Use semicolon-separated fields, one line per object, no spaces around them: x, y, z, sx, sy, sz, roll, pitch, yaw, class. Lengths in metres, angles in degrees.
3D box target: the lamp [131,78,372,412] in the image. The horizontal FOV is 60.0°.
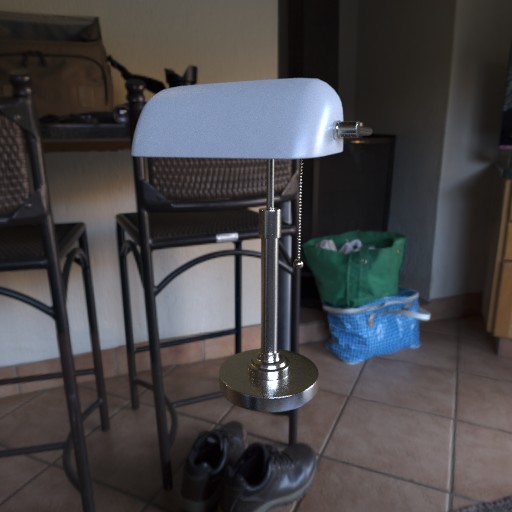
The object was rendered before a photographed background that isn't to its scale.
0.000;0.000;0.562;0.269;0.404;0.227;7;16;26;lamp
